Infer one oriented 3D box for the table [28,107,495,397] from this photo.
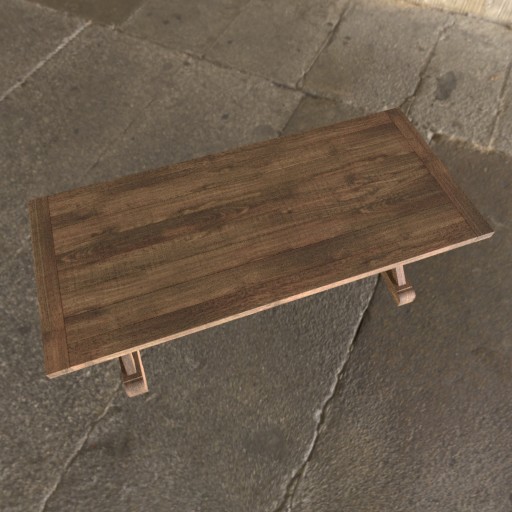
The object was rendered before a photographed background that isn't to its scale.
[{"bbox_3d":[0.000,0.000,2.415,2.031,0.733,0.907,-17,60,-10],"label":"table"}]
